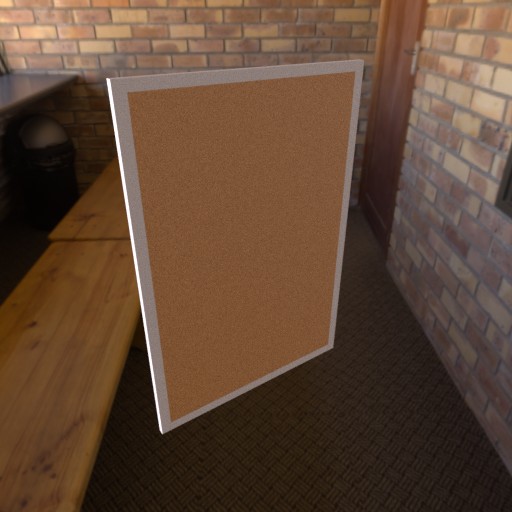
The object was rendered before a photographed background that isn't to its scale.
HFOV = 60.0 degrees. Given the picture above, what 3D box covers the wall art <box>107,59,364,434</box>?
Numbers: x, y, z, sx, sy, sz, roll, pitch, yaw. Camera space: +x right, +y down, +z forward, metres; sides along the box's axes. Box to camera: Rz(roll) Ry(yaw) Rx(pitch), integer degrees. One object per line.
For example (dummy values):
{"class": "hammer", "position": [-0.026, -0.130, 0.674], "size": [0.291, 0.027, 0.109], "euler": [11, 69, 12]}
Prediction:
{"class": "wall art", "position": [0.000, 0.000, 0.835], "size": [0.456, 0.656, 0.013], "euler": [-18, 34, -30]}
